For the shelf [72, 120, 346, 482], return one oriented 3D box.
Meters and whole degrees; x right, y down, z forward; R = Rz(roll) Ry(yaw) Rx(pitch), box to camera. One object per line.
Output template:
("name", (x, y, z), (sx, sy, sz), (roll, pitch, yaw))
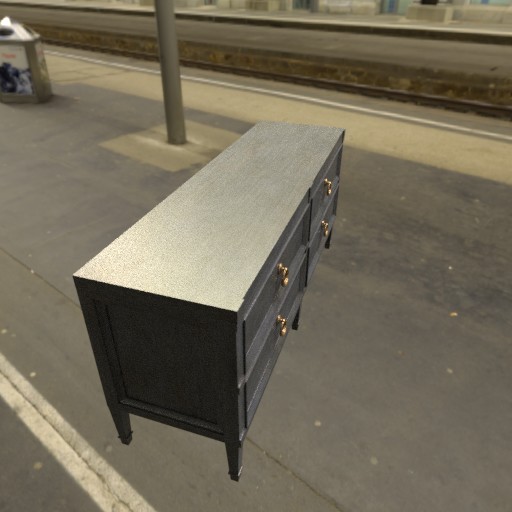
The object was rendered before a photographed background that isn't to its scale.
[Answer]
("shelf", (0.000, 0.000, 1.916), (0.479, 0.719, 1.575), (10, 34, 16))
